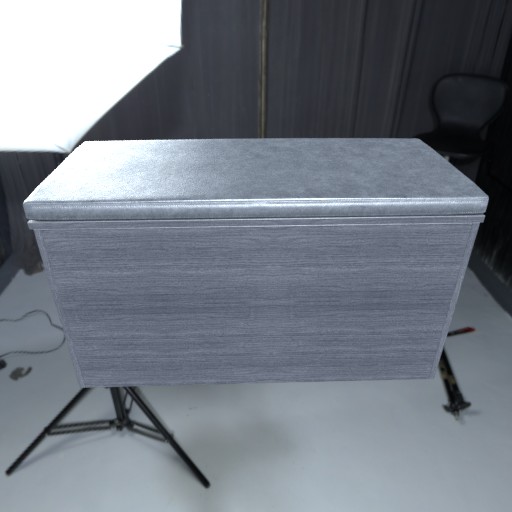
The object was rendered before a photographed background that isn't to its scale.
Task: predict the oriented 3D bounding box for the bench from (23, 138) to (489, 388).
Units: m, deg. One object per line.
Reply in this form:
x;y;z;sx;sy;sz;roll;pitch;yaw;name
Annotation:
0.000;0.000;1.148;0.905;0.501;0.401;-1;31;-2;bench
